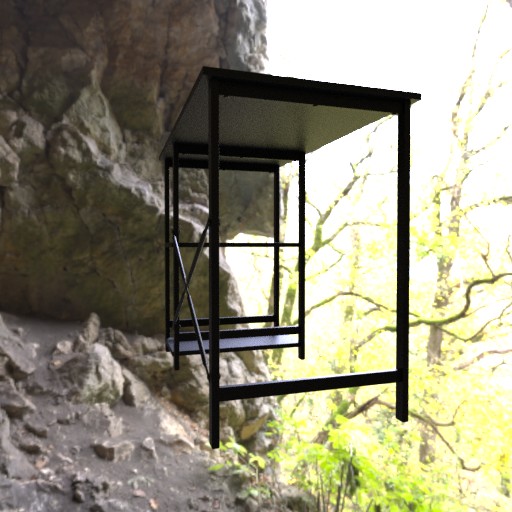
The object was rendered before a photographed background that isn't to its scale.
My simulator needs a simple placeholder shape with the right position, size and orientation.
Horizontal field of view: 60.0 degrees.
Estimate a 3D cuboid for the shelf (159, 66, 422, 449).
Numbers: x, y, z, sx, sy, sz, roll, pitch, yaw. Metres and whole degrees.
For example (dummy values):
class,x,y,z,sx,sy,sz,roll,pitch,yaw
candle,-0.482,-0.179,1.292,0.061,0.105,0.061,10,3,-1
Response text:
class,x,y,z,sx,sy,sz,roll,pitch,yaw
shelf,0.000,0.000,1.359,0.498,0.749,0.902,0,1,-18
